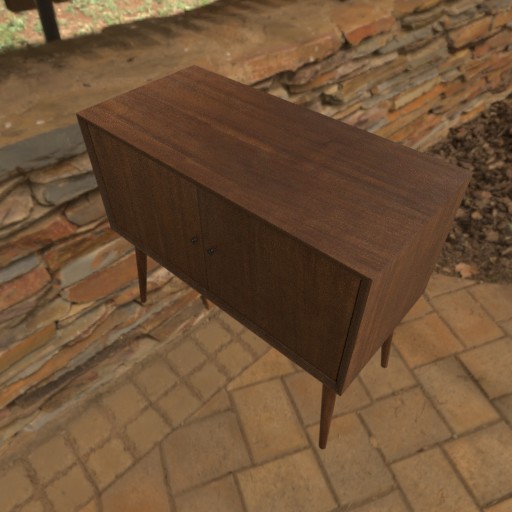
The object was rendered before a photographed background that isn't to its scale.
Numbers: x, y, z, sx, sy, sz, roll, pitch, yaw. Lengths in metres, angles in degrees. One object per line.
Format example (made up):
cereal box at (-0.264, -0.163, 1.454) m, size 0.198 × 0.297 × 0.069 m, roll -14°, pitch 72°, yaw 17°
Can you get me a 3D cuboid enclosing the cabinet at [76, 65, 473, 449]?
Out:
cabinet at (0.000, 0.000, 1.118) m, size 0.743 × 0.654 × 0.354 m, roll 32°, pitch 53°, yaw 28°
